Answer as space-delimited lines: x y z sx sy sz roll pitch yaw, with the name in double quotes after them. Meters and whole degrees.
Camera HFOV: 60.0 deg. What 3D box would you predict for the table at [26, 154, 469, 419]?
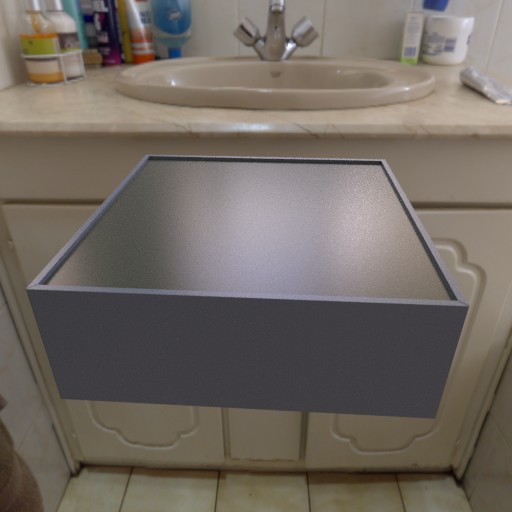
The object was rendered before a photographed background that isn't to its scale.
0.000 0.000 1.217 0.801 0.299 0.801 2 31 3 "table"
